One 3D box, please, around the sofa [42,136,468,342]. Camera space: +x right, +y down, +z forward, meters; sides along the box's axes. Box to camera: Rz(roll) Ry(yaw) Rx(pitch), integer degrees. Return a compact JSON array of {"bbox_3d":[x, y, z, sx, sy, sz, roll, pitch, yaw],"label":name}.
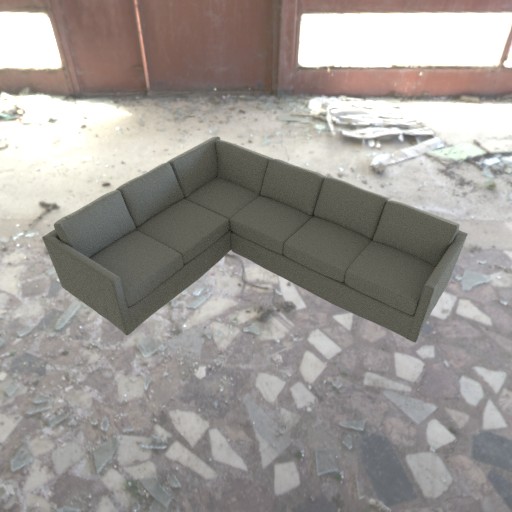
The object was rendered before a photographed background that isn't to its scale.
[{"bbox_3d":[0.000,0.000,4.291,3.182,0.871,2.432,26,47,27],"label":"sofa"}]
